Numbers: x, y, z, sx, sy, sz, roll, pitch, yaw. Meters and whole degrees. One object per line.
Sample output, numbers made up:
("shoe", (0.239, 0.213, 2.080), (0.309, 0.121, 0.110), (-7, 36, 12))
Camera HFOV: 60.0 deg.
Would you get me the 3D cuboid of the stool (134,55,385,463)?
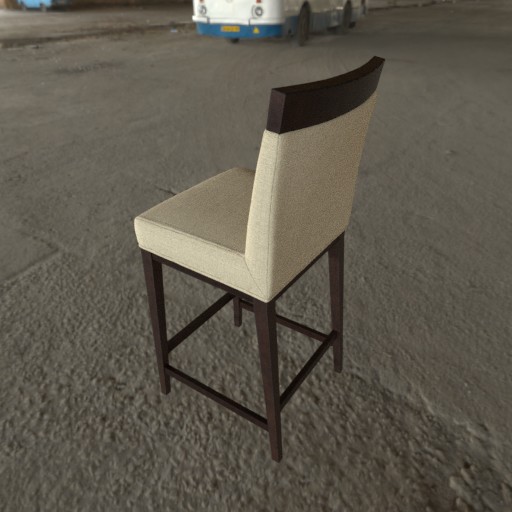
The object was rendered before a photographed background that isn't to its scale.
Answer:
("stool", (0.000, 0.000, 1.374), (0.531, 1.117, 0.511), (20, 37, 28))
